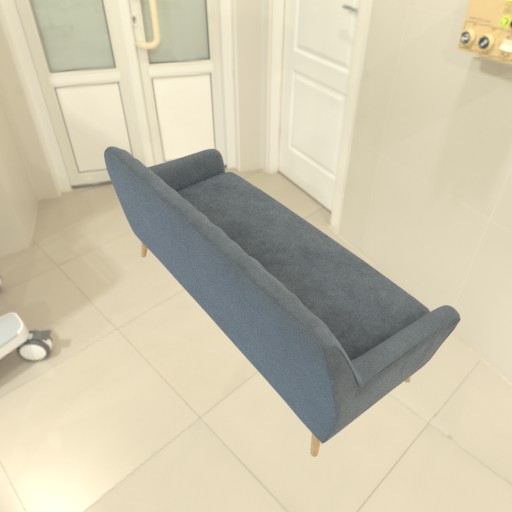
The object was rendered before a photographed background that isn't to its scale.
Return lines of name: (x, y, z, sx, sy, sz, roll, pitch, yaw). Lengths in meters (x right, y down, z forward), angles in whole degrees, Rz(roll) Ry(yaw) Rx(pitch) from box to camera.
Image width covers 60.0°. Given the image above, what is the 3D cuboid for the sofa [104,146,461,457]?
sofa: (0.000, 0.000, 2.416, 0.841, 0.832, 1.975, -25, 46, -27)
